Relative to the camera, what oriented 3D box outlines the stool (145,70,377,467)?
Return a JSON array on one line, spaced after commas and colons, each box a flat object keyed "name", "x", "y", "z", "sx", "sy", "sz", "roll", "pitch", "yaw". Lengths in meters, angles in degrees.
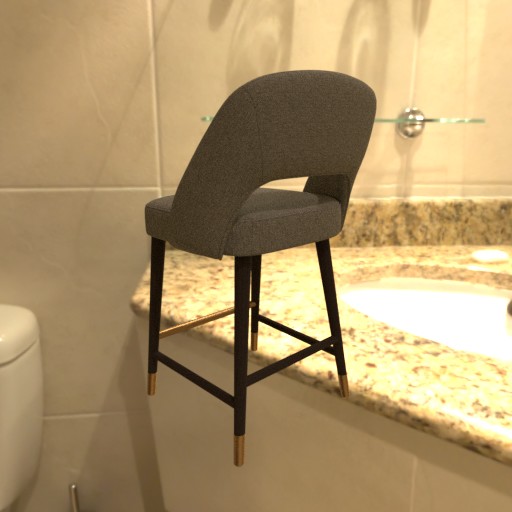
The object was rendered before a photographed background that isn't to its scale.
[{"name": "stool", "x": 0.000, "y": 0.000, "z": 1.251, "sx": 0.536, "sy": 0.925, "sz": 0.524, "roll": -14, "pitch": 20, "yaw": -41}]
